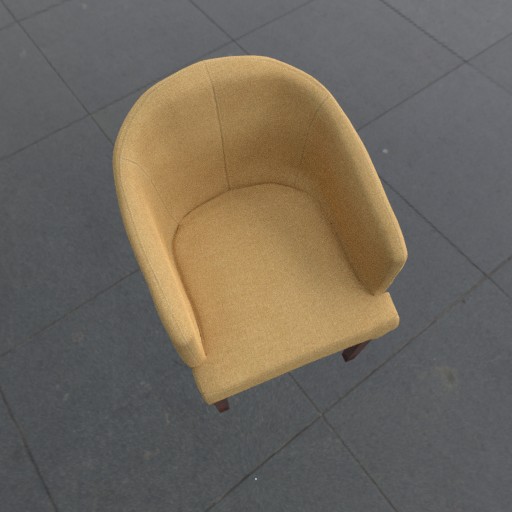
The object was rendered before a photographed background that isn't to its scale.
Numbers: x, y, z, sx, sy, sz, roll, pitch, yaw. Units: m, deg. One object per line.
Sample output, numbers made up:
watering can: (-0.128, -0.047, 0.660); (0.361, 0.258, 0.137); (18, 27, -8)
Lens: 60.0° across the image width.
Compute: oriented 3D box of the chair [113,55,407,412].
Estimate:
chair: (0.000, 0.000, 1.231); (0.583, 0.811, 0.655); (-20, 65, -10)
